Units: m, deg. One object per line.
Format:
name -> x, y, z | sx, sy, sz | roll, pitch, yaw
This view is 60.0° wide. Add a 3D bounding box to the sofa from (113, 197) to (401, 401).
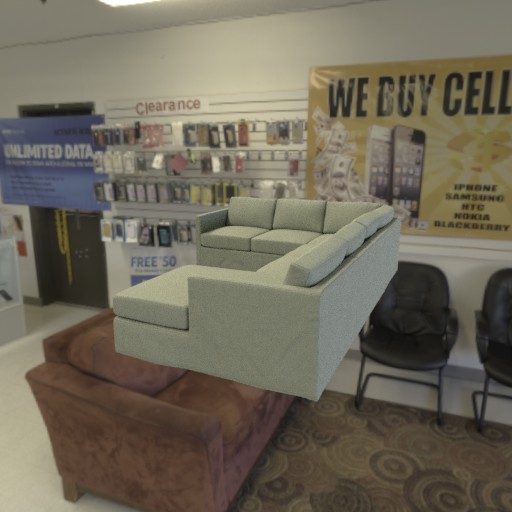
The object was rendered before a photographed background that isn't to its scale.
sofa -> 0.000, 0.000, 4.597 | 2.427, 0.882, 3.460 | 6, 15, 24
